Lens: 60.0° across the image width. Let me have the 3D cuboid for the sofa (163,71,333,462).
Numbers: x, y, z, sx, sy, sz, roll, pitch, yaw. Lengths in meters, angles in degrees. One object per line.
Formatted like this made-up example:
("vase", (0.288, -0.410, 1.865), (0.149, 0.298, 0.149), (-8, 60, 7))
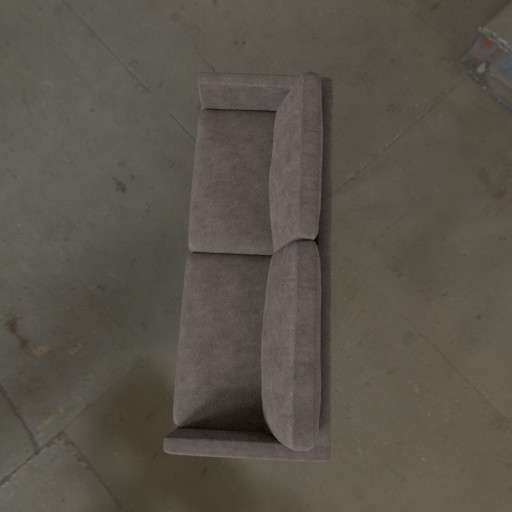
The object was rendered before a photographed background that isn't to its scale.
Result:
("sofa", (0.000, 0.000, 2.973), (0.951, 0.965, 2.434), (3, 76, 1))
